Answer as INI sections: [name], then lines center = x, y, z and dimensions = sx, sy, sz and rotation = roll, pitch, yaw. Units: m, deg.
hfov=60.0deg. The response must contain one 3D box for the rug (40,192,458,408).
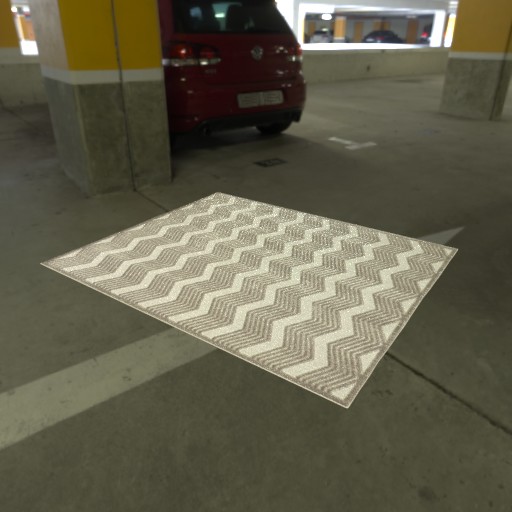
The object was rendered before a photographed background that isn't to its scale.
[rug]
center = 0.000, 0.000, 3.956
dimensions = 2.880, 0.005, 2.391
rotation = 17, 31, 31
